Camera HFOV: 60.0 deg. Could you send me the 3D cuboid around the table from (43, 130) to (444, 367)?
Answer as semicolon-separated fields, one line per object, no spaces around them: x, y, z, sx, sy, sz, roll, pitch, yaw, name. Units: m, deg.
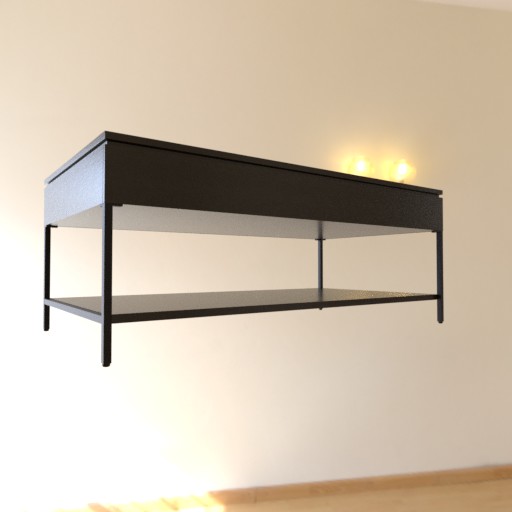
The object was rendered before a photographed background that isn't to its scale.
0.000;0.000;1.361;1.095;0.435;0.574;1;-2;-36;table
